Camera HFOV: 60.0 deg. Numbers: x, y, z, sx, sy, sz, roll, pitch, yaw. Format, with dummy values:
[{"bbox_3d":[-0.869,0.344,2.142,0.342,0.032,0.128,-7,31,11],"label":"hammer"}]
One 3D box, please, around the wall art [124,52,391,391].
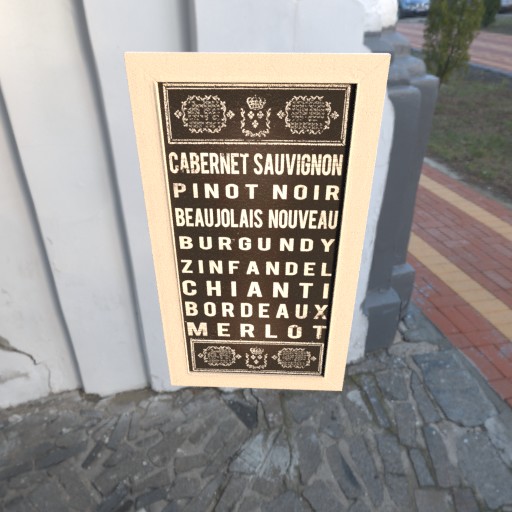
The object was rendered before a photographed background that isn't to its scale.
[{"bbox_3d":[0.000,0.000,0.814,0.380,0.683,0.013,1,32,2],"label":"wall art"}]
